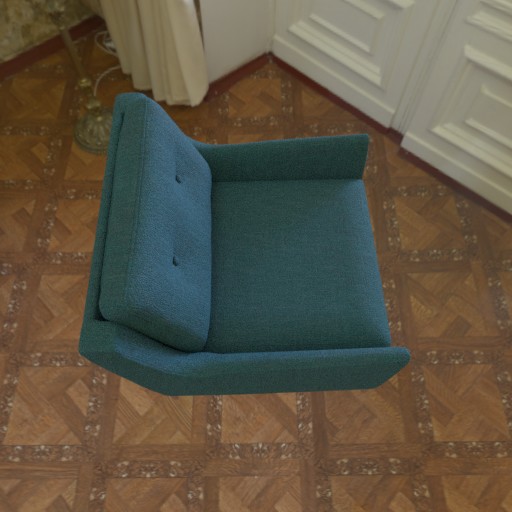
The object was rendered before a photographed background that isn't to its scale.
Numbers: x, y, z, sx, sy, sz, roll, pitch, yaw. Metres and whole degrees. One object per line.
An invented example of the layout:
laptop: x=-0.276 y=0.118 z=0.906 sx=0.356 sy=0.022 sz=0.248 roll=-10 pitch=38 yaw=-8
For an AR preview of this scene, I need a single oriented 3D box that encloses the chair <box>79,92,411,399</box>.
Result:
chair: x=0.000 y=0.000 z=1.502 sx=0.849 sy=0.828 sz=0.847 roll=-2 pitch=64 yaw=-1
